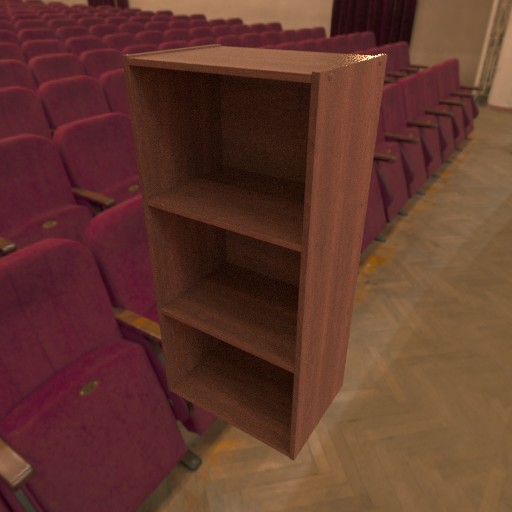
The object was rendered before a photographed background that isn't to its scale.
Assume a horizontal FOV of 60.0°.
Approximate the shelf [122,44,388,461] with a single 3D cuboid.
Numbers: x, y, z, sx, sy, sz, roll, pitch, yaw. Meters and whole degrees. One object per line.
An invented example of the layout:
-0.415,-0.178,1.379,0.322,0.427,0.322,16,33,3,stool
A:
0.000,0.000,1.058,0.414,0.879,0.290,18,35,28,shelf
